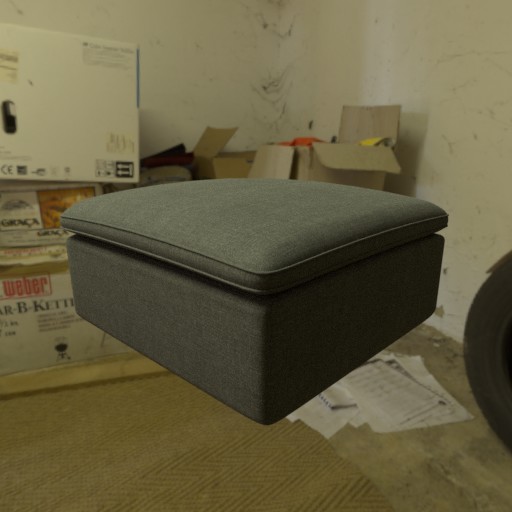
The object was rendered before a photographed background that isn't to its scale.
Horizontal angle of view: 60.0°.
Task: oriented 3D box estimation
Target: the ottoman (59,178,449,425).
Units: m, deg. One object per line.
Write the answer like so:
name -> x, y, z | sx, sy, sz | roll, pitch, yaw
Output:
ottoman -> 0.000, 0.000, 1.698 | 1.067, 0.559, 1.067 | 14, 21, 42
